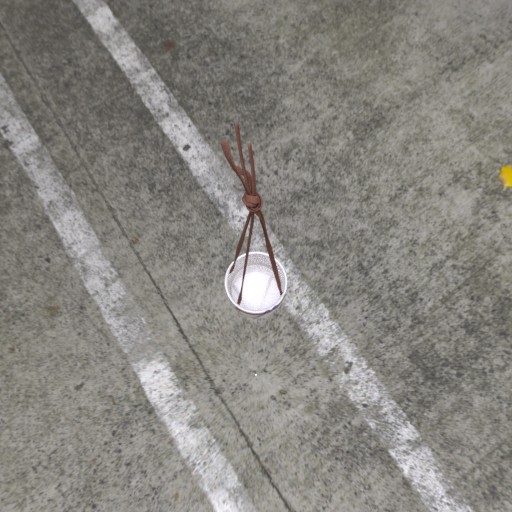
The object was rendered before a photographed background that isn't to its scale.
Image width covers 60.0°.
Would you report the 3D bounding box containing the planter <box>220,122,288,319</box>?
[{"bbox_3d":[0.000,0.000,0.834,0.153,0.753,0.157,-33,77,-8],"label":"planter"}]
